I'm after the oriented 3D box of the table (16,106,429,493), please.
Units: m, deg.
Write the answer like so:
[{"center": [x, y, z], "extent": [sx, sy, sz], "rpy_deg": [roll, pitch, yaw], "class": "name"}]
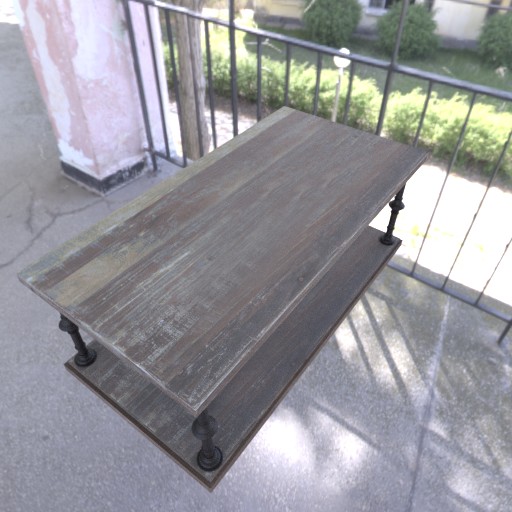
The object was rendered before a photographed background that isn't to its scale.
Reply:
[{"center": [0.000, 0.000, 1.342], "extent": [0.554, 0.399, 1.088], "rpy_deg": [27, 50, 26], "class": "table"}]
